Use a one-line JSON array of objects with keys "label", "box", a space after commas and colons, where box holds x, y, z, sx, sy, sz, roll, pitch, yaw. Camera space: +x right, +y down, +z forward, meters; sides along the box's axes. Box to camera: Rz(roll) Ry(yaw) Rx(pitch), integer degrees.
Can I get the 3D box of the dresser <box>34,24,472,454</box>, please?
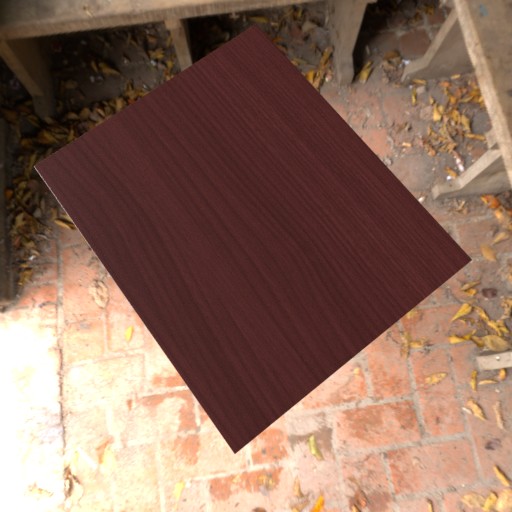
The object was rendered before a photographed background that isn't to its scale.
[{"label": "dresser", "box": [0.000, 0.000, 0.742, 0.360, 0.470, 0.400, -37, 78, -9]}]
